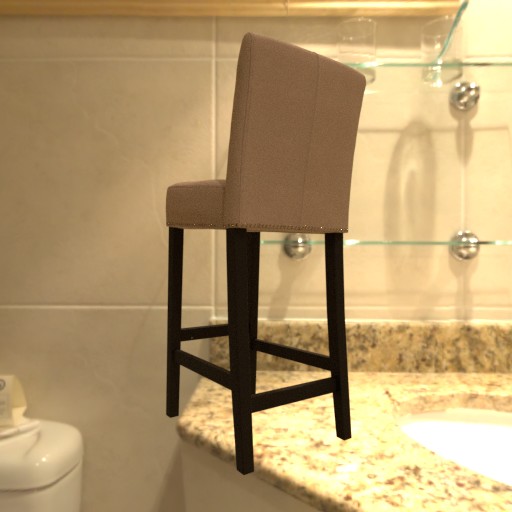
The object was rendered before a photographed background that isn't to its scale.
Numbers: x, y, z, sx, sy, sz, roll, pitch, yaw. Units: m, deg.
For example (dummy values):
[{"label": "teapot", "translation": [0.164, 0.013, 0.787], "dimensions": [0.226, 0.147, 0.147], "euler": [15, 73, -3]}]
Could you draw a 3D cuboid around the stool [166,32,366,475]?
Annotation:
[{"label": "stool", "translation": [0.000, 0.000, 1.334], "dimensions": [0.411, 1.047, 0.548], "euler": [0, 0, -36]}]
